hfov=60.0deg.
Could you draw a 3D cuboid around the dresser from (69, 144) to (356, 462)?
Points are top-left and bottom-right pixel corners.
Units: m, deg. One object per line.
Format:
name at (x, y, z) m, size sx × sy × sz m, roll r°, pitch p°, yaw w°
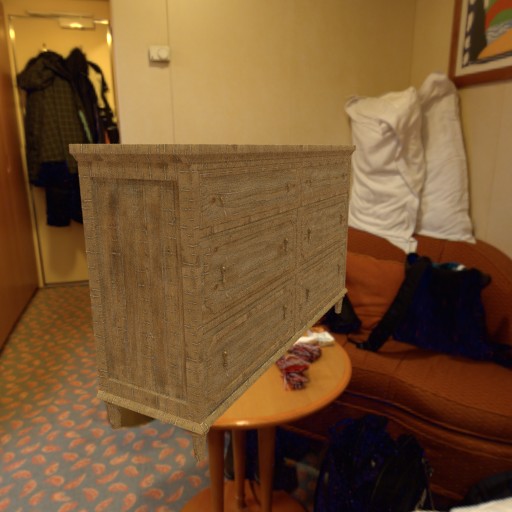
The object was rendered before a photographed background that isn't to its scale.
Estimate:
dresser at (0.000, 0.000, 2.089) m, size 0.457 × 1.016 × 1.626 m, roll 7°, pitch 16°, yaw 27°
